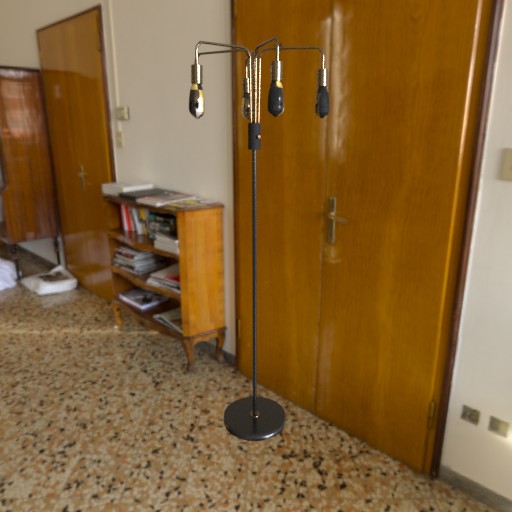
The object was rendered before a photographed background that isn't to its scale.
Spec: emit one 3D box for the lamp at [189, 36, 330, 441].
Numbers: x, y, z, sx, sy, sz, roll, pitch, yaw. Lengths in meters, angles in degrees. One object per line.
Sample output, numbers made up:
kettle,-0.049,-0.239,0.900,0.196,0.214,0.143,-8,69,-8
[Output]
lamp,0.000,0.000,2.000,0.599,1.721,0.572,3,16,9
